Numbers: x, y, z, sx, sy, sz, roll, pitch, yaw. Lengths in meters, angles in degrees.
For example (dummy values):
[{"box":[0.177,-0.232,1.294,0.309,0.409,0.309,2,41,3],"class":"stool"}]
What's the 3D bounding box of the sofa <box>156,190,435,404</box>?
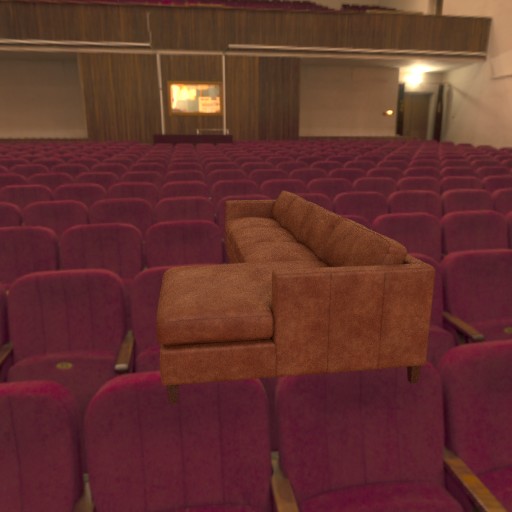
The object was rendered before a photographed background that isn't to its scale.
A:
[{"box":[0.000,0.000,3.990,1.581,0.883,3.203,-2,14,-8],"class":"sofa"}]
